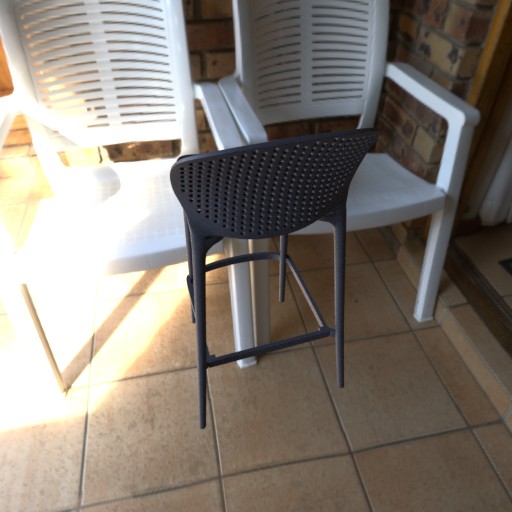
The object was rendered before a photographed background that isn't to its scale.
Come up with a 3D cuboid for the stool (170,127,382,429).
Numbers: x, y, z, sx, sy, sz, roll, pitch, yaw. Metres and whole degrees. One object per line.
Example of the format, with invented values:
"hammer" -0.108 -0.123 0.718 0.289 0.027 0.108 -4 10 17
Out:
"stool" 0.000 0.000 1.355 0.536 1.045 0.535 -12 44 -13
